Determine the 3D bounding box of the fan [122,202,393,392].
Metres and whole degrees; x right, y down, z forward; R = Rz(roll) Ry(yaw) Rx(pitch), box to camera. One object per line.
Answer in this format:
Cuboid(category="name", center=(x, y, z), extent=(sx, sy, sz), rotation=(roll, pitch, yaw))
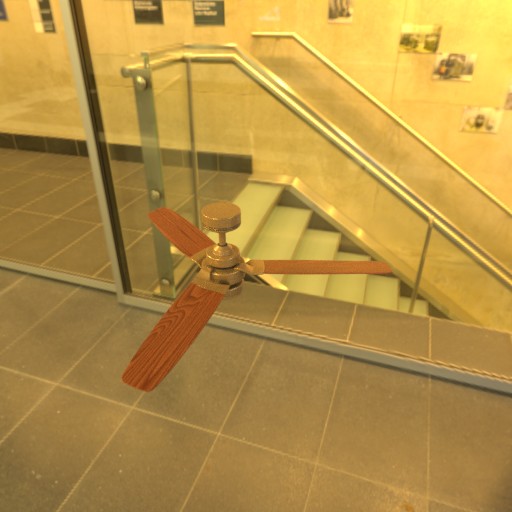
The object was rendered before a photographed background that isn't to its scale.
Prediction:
Cuboid(category="fan", center=(0.000, 0.000, 2.019), extent=(1.271, 0.425, 1.416), rotation=(0, 31, 0))
